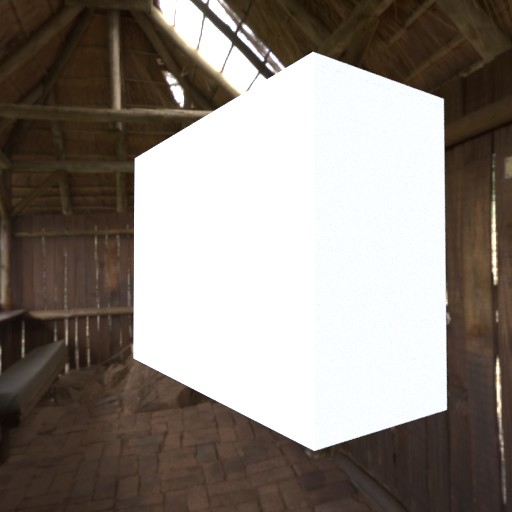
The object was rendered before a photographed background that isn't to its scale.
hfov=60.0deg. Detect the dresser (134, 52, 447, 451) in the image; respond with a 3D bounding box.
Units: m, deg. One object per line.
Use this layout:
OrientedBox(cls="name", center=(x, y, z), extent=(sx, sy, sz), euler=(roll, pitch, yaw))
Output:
OrientedBox(cls="dresser", center=(0.000, 0.000, 1.494), extent=(0.460, 0.820, 1.100), euler=(1, -2, -34))
